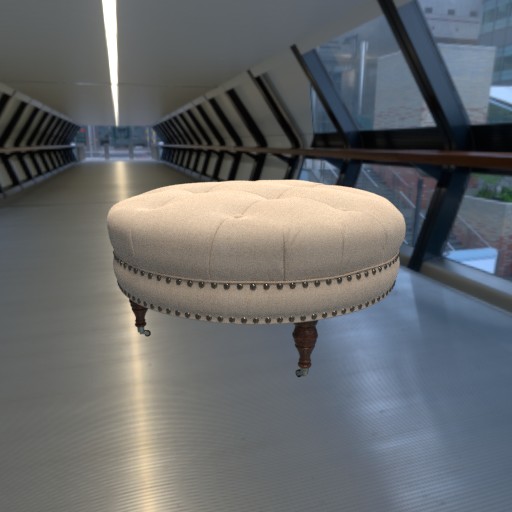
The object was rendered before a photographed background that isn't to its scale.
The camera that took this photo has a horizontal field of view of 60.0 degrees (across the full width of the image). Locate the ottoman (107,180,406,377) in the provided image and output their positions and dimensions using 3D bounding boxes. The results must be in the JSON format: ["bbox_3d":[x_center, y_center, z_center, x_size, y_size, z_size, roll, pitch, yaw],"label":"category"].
[{"bbox_3d":[0.000,0.000,1.491,0.940,0.483,0.940,0,15,0],"label":"ottoman"}]
